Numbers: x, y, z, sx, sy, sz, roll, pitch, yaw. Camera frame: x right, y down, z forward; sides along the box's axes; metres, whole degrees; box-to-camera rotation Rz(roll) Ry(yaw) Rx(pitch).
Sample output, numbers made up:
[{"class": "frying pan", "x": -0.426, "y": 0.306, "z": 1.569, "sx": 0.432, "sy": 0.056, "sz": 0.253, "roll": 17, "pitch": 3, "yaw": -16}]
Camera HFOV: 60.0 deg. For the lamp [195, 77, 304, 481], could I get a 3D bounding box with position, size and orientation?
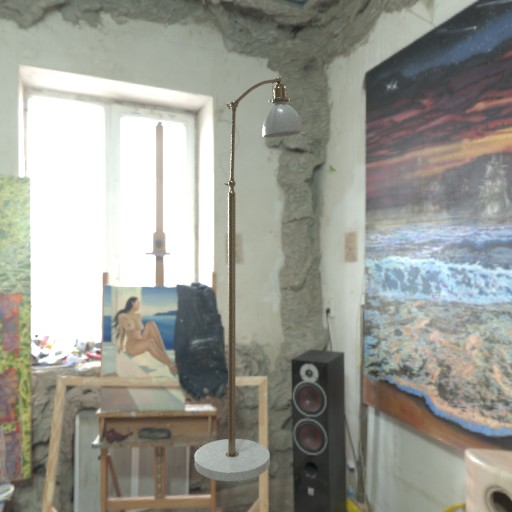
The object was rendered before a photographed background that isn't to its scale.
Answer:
[{"class": "lamp", "x": 0.000, "y": 0.000, "z": 1.830, "sx": 0.288, "sy": 1.586, "sz": 0.599, "roll": 0, "pitch": 0, "yaw": 36}]
